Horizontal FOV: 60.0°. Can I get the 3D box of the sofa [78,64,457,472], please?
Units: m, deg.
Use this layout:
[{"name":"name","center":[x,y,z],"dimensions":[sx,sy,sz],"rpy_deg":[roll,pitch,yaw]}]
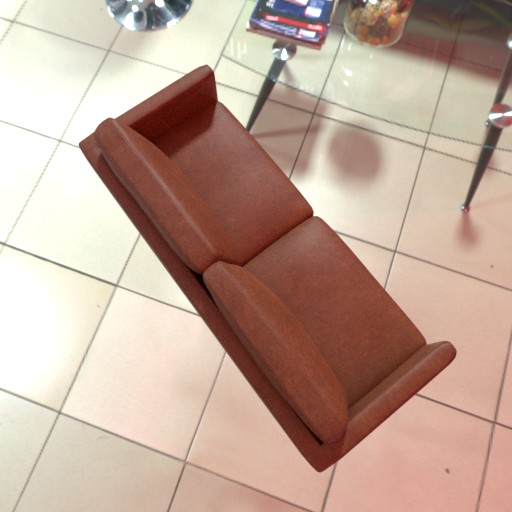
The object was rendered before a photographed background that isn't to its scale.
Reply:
[{"name":"sofa","center":[0.000,0.000,2.654],"dimensions":[0.950,0.932,2.204],"rpy_deg":[-36,77,-10]}]
